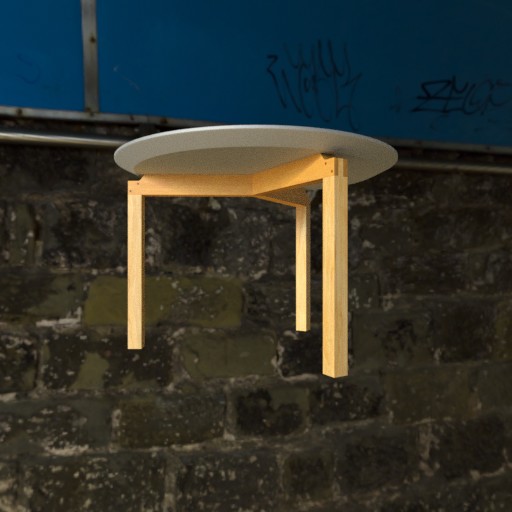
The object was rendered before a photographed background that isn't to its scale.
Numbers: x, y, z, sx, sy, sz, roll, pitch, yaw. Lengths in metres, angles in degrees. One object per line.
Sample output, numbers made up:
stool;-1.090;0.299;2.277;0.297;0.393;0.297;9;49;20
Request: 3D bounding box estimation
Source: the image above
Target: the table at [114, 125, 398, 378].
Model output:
table;0.000;0.000;0.984;0.600;0.405;0.600;0;0;0
